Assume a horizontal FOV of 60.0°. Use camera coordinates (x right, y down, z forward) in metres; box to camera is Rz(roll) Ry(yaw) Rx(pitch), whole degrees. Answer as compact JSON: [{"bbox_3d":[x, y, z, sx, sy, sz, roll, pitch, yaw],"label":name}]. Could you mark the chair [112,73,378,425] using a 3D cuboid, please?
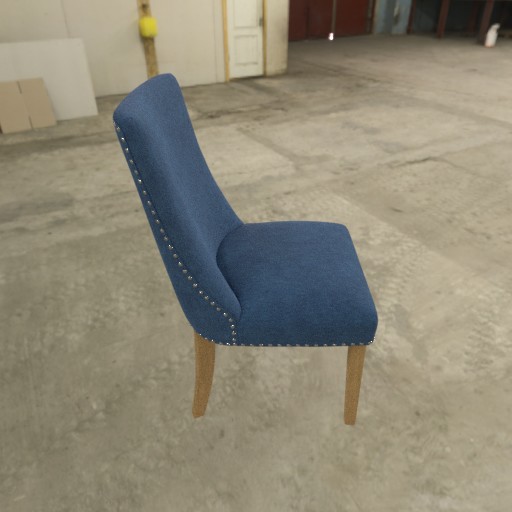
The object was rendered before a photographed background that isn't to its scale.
[{"bbox_3d":[0.000,0.000,1.255,0.610,0.902,0.495,0,32,0],"label":"chair"}]
